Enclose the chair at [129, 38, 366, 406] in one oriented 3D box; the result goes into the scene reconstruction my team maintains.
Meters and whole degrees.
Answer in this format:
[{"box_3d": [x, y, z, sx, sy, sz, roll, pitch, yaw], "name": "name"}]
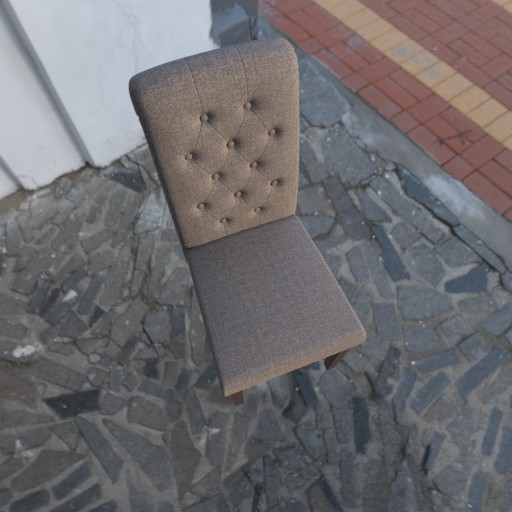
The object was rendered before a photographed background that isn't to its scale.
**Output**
[{"box_3d": [0.000, 0.000, 1.355, 0.456, 1.006, 0.671, -19, 65, -9], "name": "chair"}]
